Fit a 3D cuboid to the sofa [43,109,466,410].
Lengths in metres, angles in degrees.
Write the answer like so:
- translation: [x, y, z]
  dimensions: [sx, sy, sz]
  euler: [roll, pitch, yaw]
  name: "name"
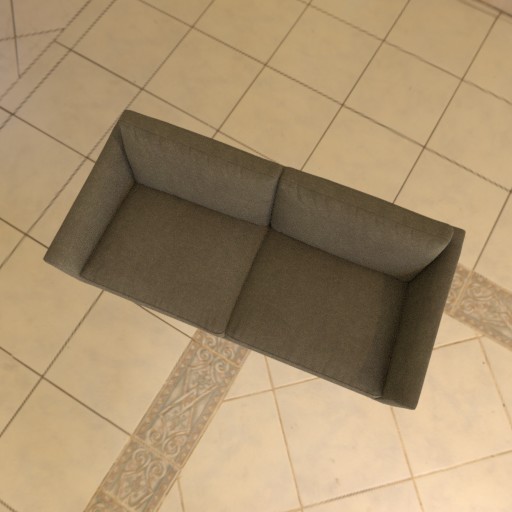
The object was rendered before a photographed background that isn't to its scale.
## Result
- translation: [0.000, 0.000, 2.784]
  dimensions: [2.257, 0.838, 1.092]
  euler: [21, 75, 6]
  name: "sofa"
